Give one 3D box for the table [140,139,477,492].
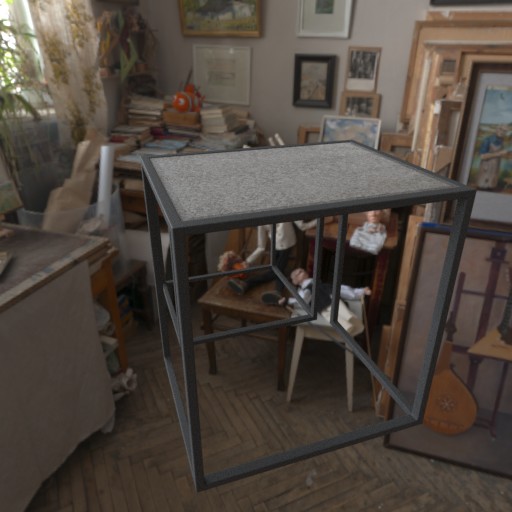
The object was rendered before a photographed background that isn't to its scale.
[{"bbox_3d":[0.000,0.000,1.119,0.508,0.540,0.788,-9,28,-17],"label":"table"}]
